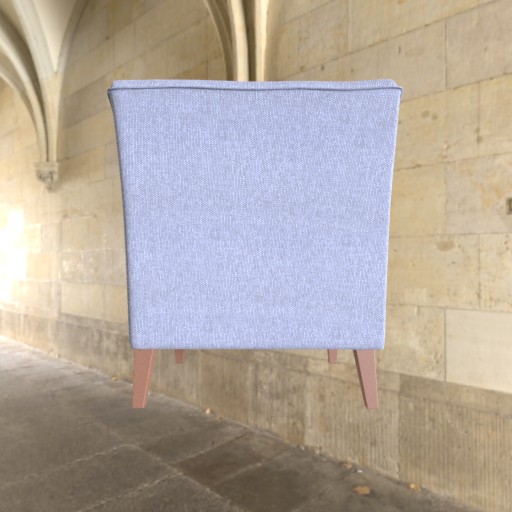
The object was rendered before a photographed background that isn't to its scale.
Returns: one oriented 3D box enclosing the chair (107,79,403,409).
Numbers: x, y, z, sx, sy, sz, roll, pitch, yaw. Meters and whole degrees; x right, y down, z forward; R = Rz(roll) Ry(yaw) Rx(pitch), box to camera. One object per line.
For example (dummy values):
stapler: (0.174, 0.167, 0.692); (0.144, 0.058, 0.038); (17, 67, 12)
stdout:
chair: (0.000, 0.000, 1.574); (0.780, 0.919, 0.899); (0, -1, 1)
